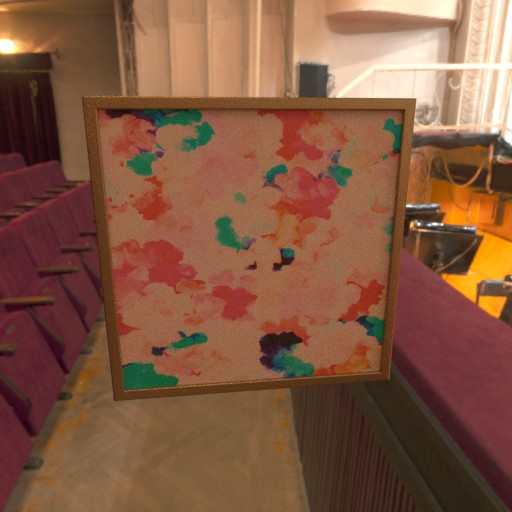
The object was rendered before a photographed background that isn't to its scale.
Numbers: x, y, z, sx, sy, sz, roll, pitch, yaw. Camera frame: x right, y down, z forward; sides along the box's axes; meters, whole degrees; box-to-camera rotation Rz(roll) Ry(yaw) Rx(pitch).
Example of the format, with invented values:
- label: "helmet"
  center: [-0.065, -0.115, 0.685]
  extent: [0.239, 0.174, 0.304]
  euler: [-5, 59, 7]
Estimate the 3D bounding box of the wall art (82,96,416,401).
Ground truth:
- label: "wall art"
  center: [0.000, 0.000, 1.134]
  extent: [0.767, 0.765, 0.036]
  euler: [-2, 17, -7]
